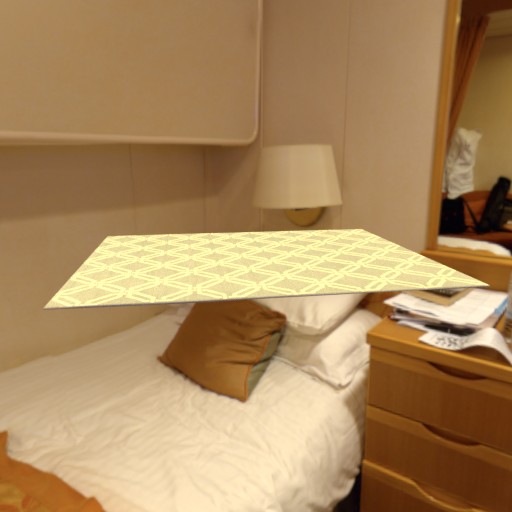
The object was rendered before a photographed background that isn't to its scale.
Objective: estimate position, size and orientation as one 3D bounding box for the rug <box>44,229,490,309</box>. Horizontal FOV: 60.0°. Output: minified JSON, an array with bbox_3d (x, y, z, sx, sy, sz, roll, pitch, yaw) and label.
[{"bbox_3d":[0.000,0.000,3.921,2.895,0.018,2.288,-2,13,-9],"label":"rug"}]
